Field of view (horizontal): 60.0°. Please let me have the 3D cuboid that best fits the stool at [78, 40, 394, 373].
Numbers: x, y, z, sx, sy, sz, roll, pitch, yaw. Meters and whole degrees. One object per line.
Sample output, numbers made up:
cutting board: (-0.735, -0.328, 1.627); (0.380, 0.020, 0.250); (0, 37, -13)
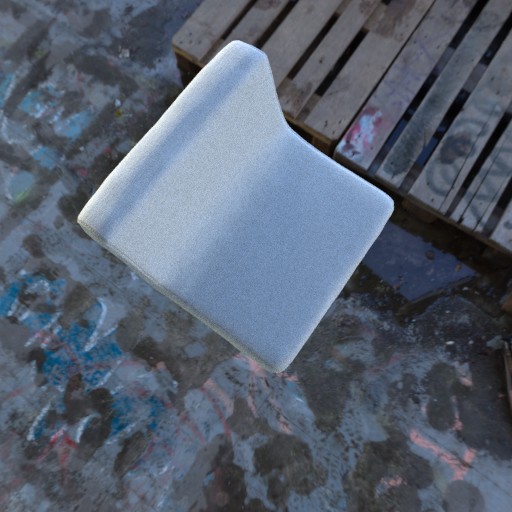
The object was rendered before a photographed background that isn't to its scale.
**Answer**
stool: (0.000, 0.000, 1.322); (0.500, 1.037, 0.511); (35, 78, 8)
